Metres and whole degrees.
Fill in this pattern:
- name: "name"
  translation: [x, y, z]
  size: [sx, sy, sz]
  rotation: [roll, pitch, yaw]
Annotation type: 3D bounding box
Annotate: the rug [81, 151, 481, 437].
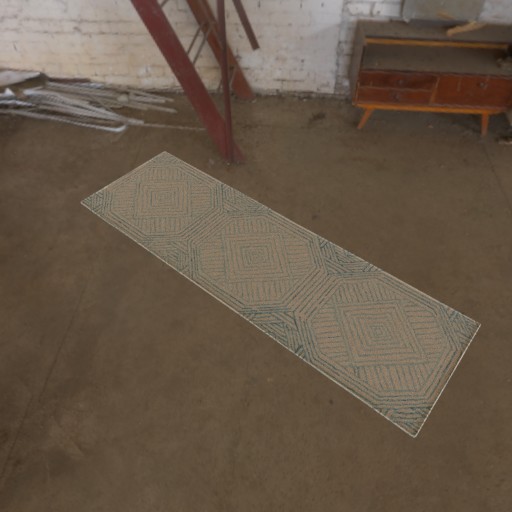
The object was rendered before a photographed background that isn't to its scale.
- name: "rug"
  translation: [0.000, 0.000, 2.670]
  size: [2.452, 0.012, 0.775]
  rotation: [32, 55, 25]
